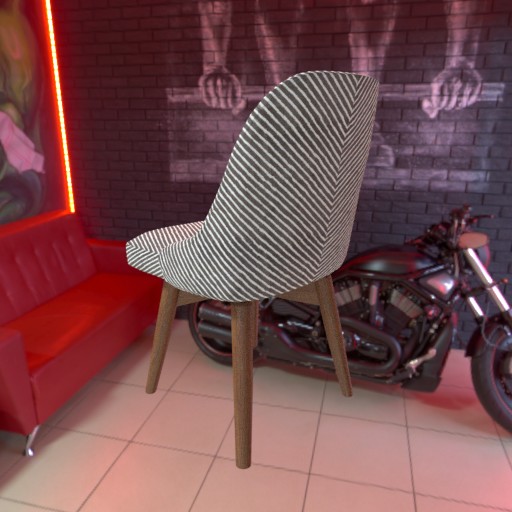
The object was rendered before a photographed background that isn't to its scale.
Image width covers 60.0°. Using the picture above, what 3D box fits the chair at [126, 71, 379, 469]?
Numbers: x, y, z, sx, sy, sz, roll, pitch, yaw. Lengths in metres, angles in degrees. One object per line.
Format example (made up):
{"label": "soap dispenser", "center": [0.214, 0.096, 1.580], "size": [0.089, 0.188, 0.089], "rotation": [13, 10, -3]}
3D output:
{"label": "chair", "center": [0.000, 0.000, 1.209], "size": [0.504, 0.883, 0.591], "rotation": [-15, 22, -41]}
